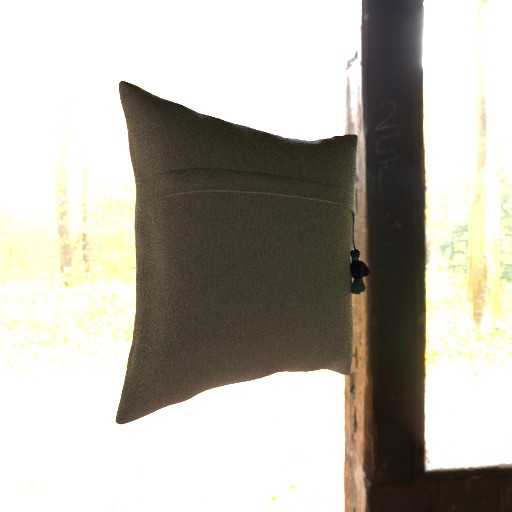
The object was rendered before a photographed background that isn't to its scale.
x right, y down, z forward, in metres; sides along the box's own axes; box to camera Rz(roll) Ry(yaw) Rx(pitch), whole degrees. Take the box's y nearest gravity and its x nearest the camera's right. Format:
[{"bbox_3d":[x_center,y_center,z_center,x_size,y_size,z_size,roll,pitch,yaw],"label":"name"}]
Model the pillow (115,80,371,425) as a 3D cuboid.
[{"bbox_3d":[0.000,0.000,0.682,0.433,0.436,0.173,0,0,-36],"label":"pillow"}]
